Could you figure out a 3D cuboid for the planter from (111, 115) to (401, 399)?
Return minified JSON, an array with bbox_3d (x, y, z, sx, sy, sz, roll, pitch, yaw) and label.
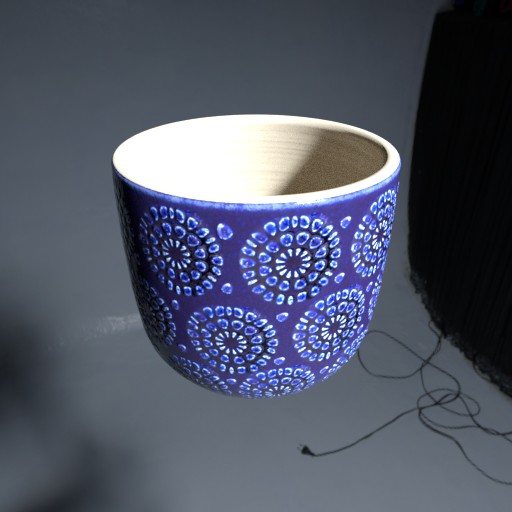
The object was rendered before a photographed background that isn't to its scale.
[{"bbox_3d":[0.000,0.000,0.296,0.165,0.149,0.165,0,30,0],"label":"planter"}]
